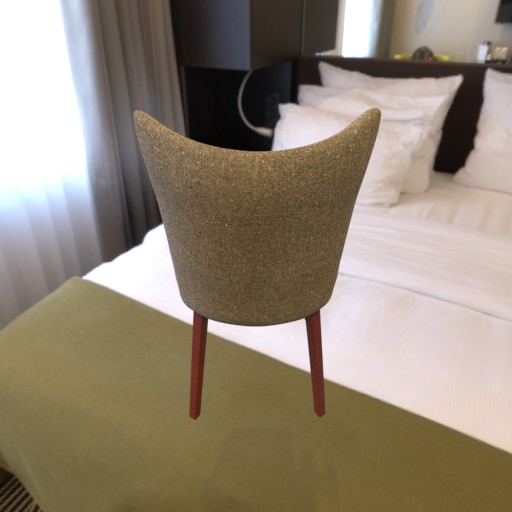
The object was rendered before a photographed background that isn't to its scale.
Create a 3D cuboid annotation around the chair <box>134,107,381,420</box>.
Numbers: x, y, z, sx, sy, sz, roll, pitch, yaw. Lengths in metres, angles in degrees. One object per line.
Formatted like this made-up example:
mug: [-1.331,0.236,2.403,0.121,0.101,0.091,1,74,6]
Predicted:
chair: [0.000,0.000,1.326,0.535,0.924,0.623,-1,30,-1]
